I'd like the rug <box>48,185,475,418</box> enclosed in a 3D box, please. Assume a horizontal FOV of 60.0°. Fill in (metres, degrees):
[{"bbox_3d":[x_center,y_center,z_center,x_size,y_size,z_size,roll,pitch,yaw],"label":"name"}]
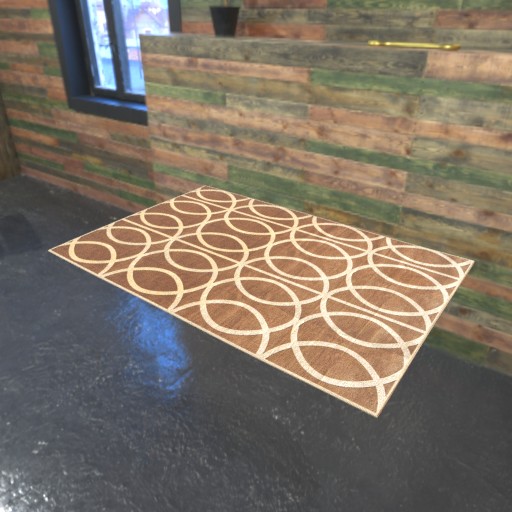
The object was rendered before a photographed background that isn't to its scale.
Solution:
[{"bbox_3d":[0.000,0.000,2.842,2.294,0.014,1.528,20,35,31],"label":"rug"}]
